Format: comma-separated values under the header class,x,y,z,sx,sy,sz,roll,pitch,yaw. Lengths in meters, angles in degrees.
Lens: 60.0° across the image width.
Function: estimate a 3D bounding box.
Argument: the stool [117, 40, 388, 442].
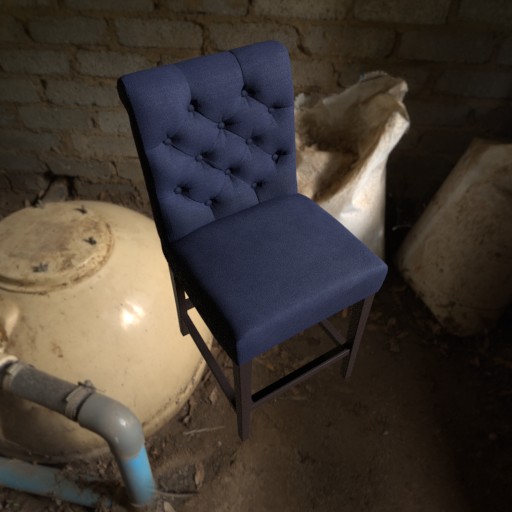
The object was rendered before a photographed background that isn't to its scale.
class,x,y,z,sx,sy,sz,roll,pitch,yaw
stool,0.000,0.000,1.336,0.493,1.010,0.601,-24,51,-21
